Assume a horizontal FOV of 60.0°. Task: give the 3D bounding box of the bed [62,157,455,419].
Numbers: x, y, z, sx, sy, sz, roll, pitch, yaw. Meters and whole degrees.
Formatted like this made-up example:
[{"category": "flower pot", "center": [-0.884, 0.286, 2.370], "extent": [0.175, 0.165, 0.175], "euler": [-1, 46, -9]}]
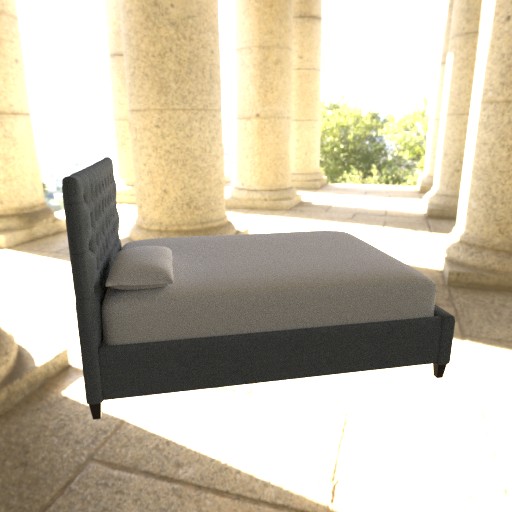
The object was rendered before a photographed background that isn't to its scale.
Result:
[{"category": "bed", "center": [0.000, 0.000, 3.390], "extent": [2.335, 1.411, 1.698], "euler": [-3, 16, -11]}]
